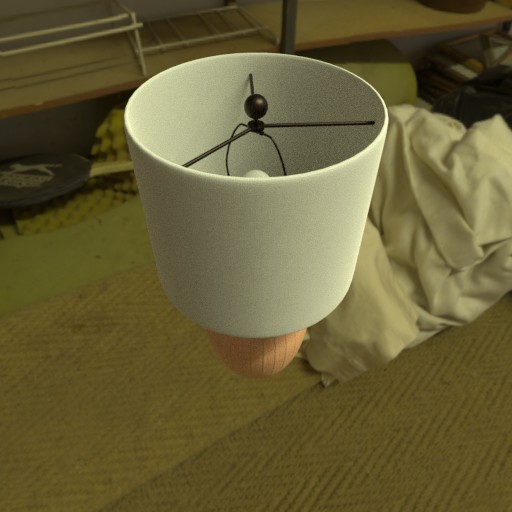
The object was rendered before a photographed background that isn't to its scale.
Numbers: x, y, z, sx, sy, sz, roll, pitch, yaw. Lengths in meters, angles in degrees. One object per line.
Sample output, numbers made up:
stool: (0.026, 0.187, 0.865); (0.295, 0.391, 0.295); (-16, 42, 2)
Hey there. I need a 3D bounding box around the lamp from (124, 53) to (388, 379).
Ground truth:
lamp: (0.000, 0.000, 0.753); (0.329, 0.570, 0.329); (0, 46, 0)
